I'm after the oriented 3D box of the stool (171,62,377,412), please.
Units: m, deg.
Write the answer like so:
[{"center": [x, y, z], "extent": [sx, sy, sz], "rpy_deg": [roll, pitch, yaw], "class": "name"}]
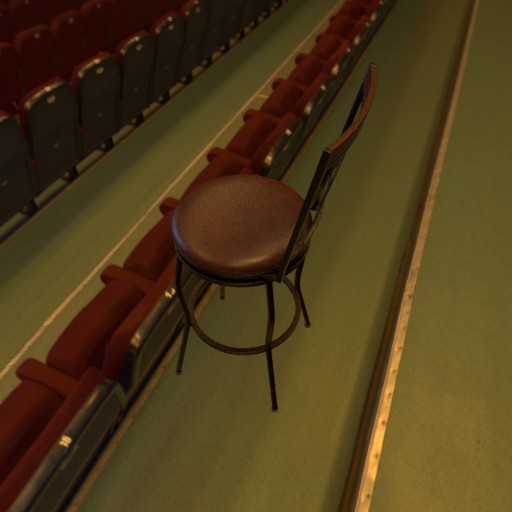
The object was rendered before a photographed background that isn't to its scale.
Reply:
[{"center": [0.000, 0.000, 1.409], "extent": [0.521, 1.134, 0.432], "rpy_deg": [16, 48, 15], "class": "stool"}]
